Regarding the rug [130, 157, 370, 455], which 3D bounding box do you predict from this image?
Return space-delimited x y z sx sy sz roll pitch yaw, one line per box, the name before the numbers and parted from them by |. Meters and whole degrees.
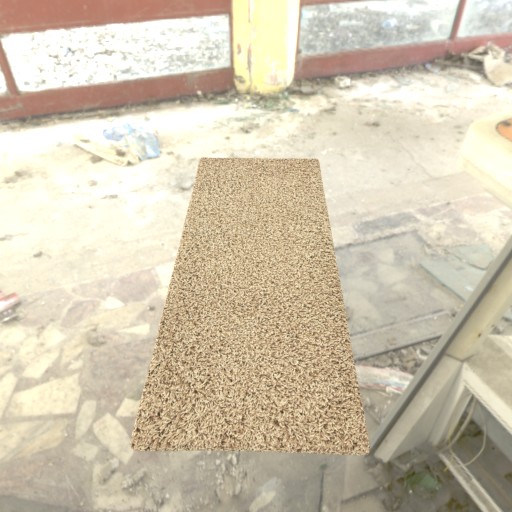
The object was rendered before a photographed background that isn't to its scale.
rug | 0.000 0.000 1.696 0.609 0.030 1.524 1 40 1
